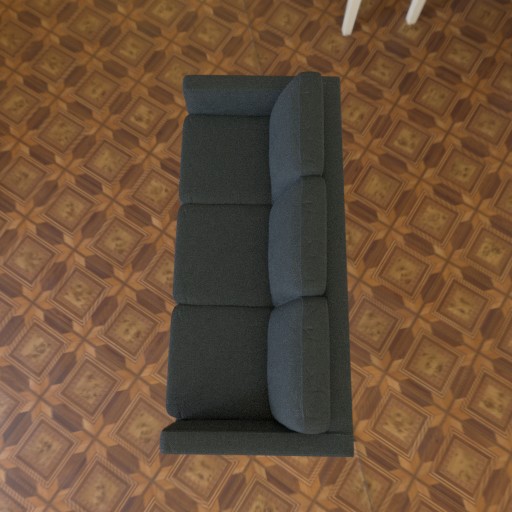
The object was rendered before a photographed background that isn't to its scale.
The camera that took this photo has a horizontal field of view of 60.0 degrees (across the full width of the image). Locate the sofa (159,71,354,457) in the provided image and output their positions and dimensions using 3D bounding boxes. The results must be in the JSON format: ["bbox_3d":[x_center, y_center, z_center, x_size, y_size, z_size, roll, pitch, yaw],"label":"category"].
[{"bbox_3d":[0.000,0.000,2.506,0.935,0.945,2.013,1,76,0],"label":"sofa"}]
